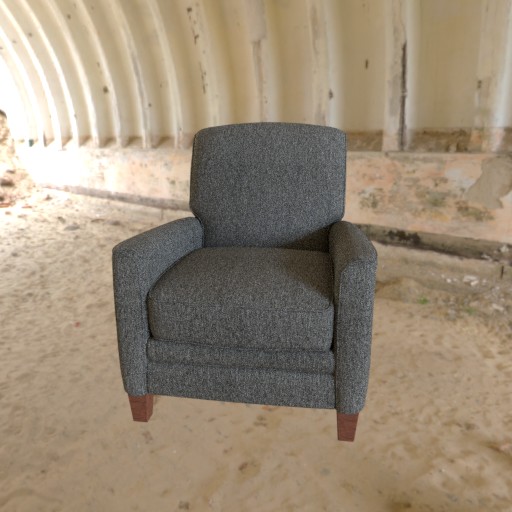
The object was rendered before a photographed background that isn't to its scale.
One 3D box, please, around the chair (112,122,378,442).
[{"bbox_3d":[0.000,0.000,1.700,0.848,1.014,0.864,2,15,8],"label":"chair"}]
